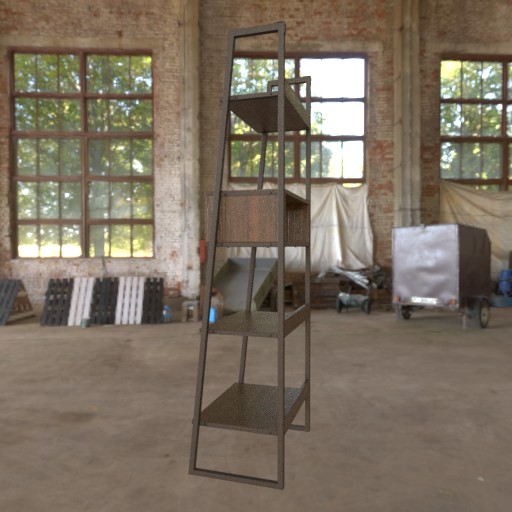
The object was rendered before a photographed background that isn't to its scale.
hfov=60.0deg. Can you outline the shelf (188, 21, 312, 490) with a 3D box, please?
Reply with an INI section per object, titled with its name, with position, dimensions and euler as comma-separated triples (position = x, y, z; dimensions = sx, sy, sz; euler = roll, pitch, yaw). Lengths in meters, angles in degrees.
[shelf]
position = 0.000, 0.000, 2.268
dimensions = 0.454, 2.005, 0.652
euler = 0, 1, 17
